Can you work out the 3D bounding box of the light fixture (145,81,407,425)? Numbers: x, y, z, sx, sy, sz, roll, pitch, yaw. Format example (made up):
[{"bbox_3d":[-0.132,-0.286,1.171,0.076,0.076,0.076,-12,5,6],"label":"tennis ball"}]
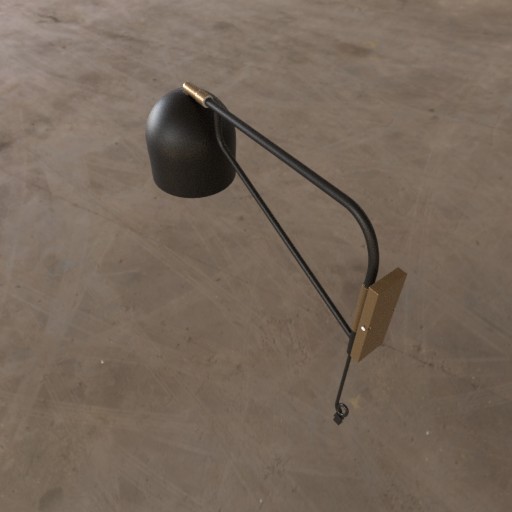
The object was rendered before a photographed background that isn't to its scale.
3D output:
[{"bbox_3d":[0.000,0.000,1.076,0.215,0.696,0.720,-29,52,-26],"label":"light fixture"}]
